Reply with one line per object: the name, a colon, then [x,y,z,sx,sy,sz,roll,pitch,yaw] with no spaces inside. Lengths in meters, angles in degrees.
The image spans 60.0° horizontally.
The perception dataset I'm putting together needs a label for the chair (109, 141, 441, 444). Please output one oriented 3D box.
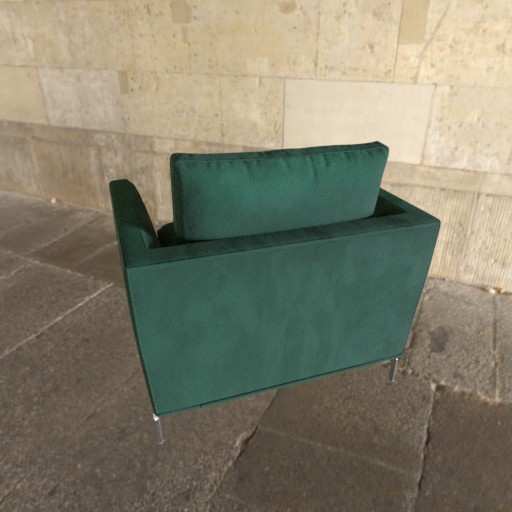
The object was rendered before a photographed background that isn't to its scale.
chair: [0.000,0.000,1.801,1.047,0.997,0.852,-9,28,-17]
